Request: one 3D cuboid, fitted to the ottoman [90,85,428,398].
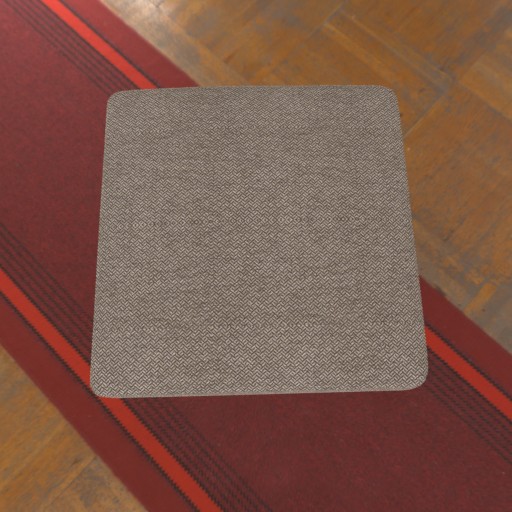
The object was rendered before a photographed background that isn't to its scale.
[{"bbox_3d":[0.000,0.000,0.893,0.512,0.453,0.519,-1,76,0],"label":"ottoman"}]
